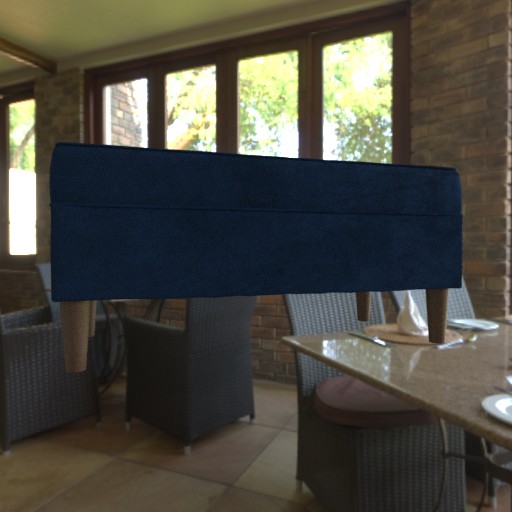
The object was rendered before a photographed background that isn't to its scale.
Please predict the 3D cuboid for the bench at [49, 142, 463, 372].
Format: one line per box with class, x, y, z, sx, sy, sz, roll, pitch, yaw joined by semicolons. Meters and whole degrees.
bench;0.000;0.000;1.243;1.010;0.467;0.489;0;1;-17
